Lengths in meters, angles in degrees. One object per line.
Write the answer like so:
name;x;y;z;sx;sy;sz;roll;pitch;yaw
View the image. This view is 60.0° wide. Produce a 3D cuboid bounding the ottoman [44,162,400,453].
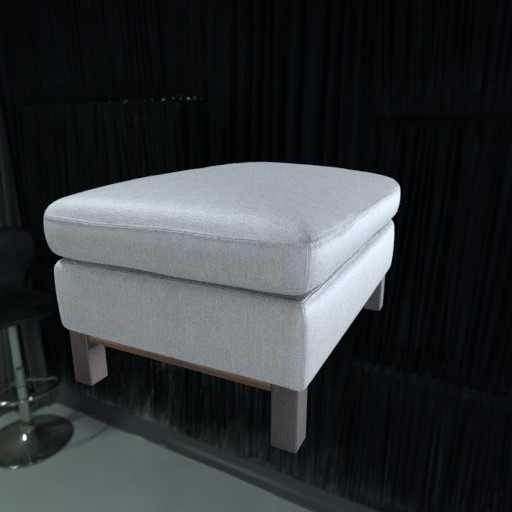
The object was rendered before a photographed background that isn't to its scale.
ottoman;0.000;0.000;1.011;0.528;0.404;0.735;8;17;25
